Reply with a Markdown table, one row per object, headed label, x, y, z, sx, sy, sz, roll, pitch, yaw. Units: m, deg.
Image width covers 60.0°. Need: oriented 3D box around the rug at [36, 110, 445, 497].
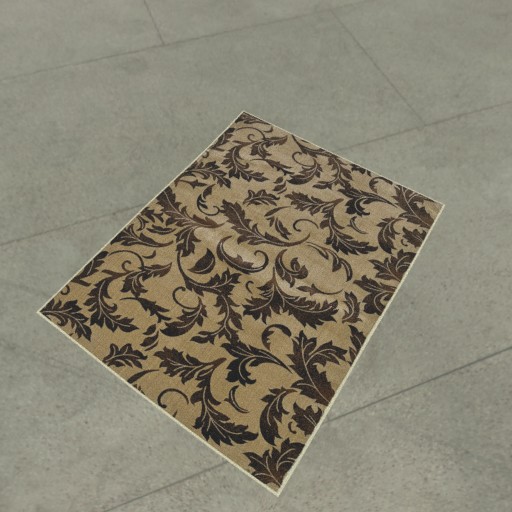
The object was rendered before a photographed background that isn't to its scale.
| label | x | y | z | sx | sy | sz | roll | pitch | yaw |
| --- | --- | --- | --- | --- | --- | --- | --- | --- | --- |
| rug | 0.000 | 0.000 | 3.933 | 2.380 | 0.008 | 2.977 | 30 | 63 | 17 |
